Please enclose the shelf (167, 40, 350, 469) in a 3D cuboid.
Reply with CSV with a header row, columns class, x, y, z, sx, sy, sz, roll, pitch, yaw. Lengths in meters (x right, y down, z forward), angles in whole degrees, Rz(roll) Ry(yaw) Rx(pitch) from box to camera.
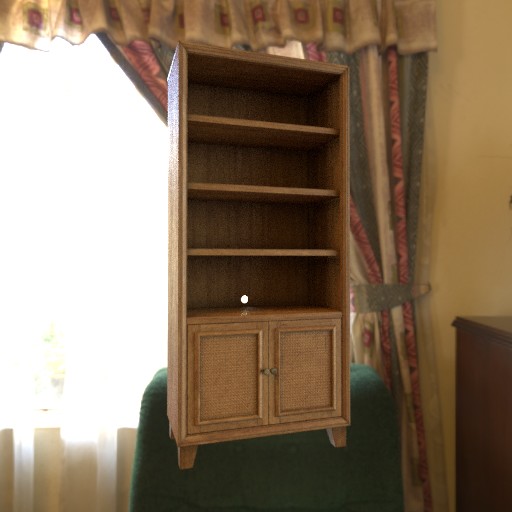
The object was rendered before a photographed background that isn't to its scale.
class,x,y,z,sx,sy,sz,roll,pitch,yaw
shelf,0.000,0.000,2.313,0.864,1.930,0.453,0,-1,-18
